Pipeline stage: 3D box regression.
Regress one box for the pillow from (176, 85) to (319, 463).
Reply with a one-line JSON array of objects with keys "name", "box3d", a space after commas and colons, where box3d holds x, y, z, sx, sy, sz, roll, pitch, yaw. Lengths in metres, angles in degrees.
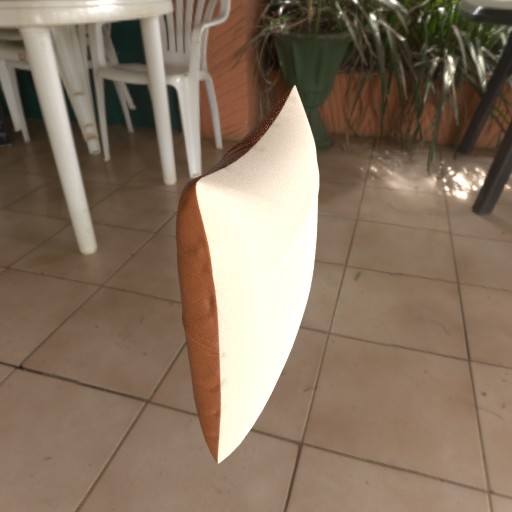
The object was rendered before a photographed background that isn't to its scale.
[{"name": "pillow", "box3d": [0.000, 0.000, 0.773, 0.192, 0.477, 0.501, 9, 33, 13]}]
